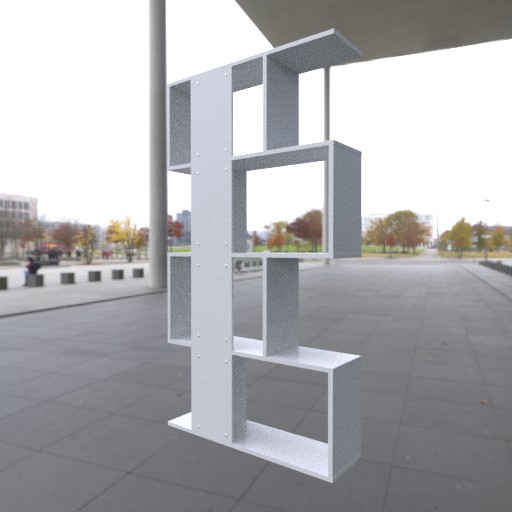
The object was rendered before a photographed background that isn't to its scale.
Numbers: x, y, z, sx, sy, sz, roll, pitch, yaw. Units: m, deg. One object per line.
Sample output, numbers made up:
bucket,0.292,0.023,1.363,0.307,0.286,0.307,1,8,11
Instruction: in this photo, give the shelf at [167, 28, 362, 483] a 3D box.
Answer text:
shelf,0.000,0.000,1.973,0.890,1.650,0.250,1,1,37
